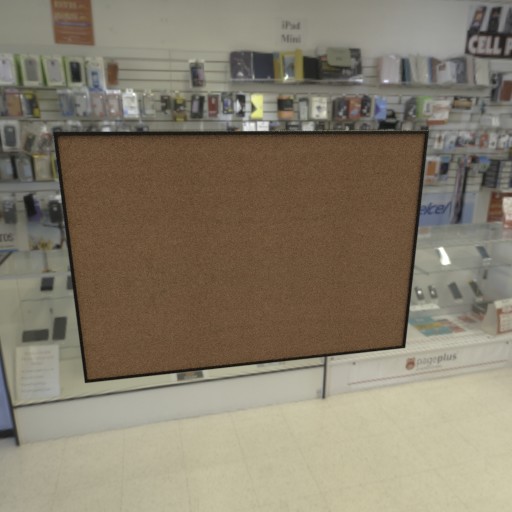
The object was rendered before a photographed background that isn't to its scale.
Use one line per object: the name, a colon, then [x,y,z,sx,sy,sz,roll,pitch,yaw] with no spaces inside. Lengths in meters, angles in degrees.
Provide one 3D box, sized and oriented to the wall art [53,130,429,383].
wall art: [0.000,0.000,1.216,0.957,0.660,0.019,-3,17,-11]
